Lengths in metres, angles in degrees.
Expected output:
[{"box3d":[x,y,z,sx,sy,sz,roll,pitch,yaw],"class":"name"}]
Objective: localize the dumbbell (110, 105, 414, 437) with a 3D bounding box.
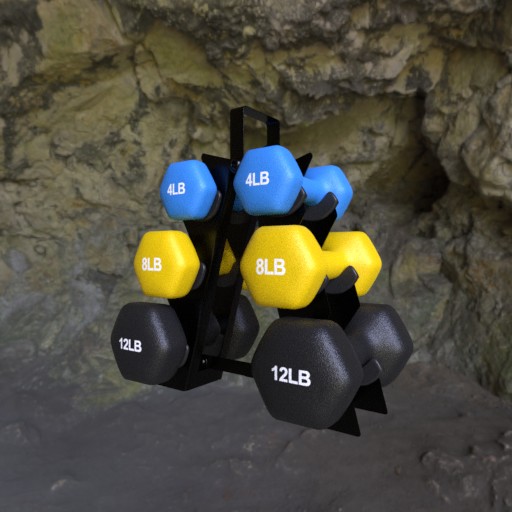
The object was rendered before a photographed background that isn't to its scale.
[{"box3d":[0.000,0.000,0.668,0.409,0.426,0.255,0,0,36],"class":"dumbbell"}]
